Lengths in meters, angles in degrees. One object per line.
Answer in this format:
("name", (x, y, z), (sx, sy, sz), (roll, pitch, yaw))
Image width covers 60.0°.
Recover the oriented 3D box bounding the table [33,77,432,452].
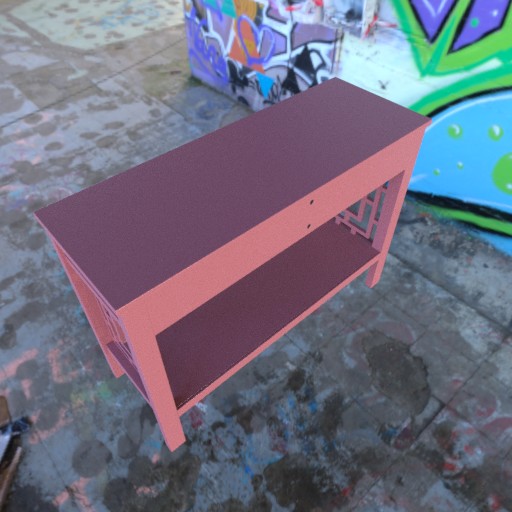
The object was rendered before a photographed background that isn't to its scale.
("table", (0.000, 0.000, 1.458), (1.068, 0.753, 0.397), (-33, 55, -27))
